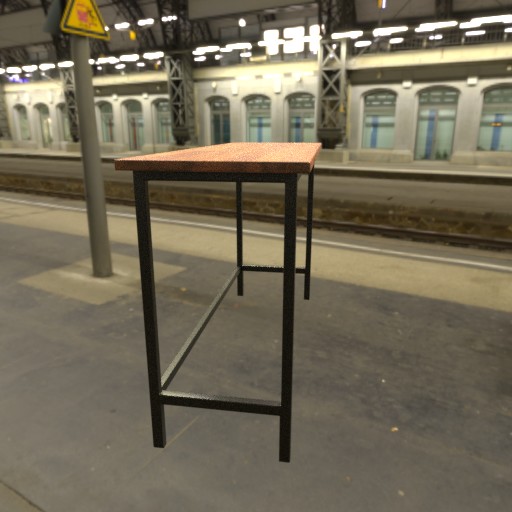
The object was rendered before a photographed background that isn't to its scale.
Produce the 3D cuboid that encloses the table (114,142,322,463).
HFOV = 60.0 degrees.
[{"bbox_3d":[0.000,0.000,1.565,0.408,0.740,1.204,3,16,9],"label":"table"}]
